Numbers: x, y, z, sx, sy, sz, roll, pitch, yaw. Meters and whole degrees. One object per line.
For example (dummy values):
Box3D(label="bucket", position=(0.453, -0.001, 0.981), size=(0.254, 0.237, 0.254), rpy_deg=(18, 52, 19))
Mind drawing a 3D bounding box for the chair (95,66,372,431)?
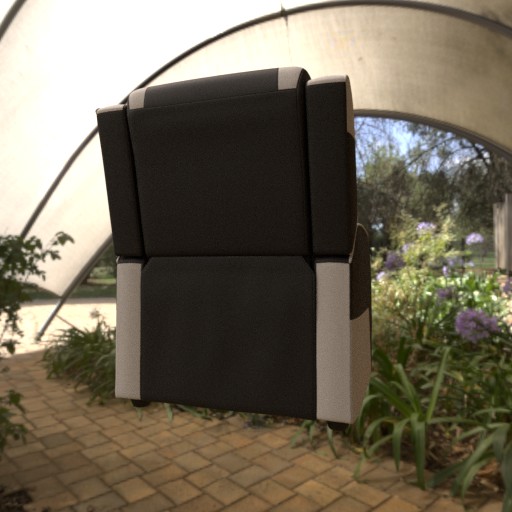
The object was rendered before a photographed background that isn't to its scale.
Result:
Box3D(label="chair", position=(0.000, 0.000, 1.289), size=(0.620, 0.805, 0.672), rpy_deg=(0, -1, 19))
